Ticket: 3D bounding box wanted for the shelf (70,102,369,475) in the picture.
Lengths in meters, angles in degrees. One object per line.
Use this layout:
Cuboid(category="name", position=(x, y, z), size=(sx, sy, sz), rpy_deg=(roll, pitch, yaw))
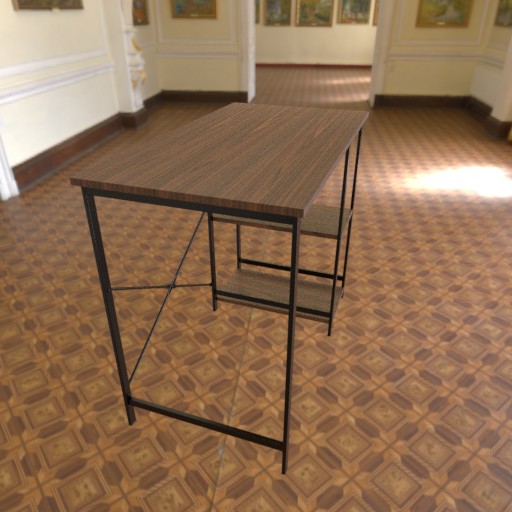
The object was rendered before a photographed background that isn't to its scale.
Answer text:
Cuboid(category="shelf", position=(0.000, 0.000, 1.396), size=(0.498, 0.750, 0.902), rpy_deg=(10, 31, 17))
